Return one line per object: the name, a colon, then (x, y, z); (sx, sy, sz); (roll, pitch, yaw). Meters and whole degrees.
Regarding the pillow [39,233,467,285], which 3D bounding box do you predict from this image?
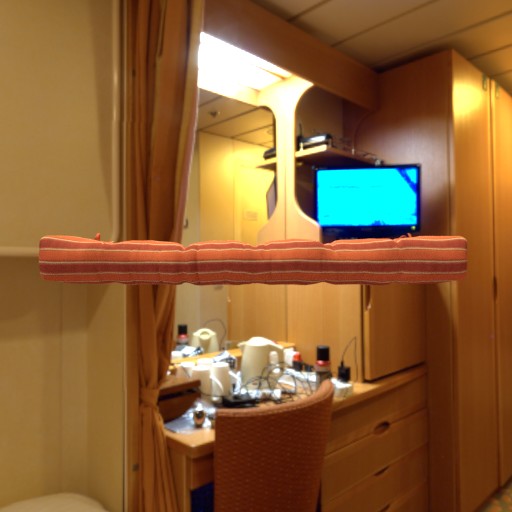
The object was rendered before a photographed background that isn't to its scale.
pillow: (0.000, 0.000, 1.391); (1.194, 0.174, 0.511); (0, -1, -1)
